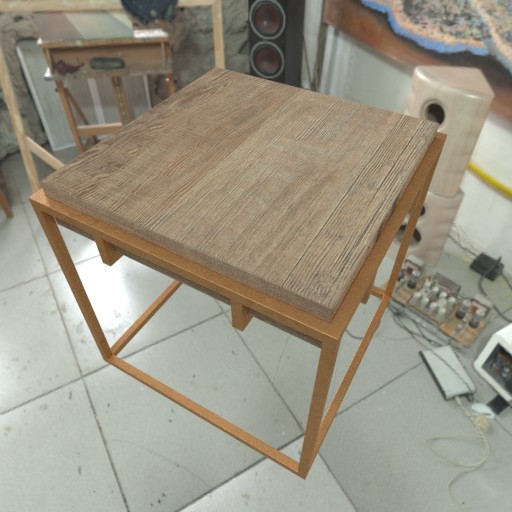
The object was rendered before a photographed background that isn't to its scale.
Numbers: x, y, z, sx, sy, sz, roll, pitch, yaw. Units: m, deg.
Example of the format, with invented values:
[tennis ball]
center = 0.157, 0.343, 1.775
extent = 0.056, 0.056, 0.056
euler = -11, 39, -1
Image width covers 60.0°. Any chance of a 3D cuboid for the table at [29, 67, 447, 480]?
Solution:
[table]
center = 0.000, 0.000, 1.060
extent = 0.599, 0.584, 0.599
euler = 23, 50, 21
